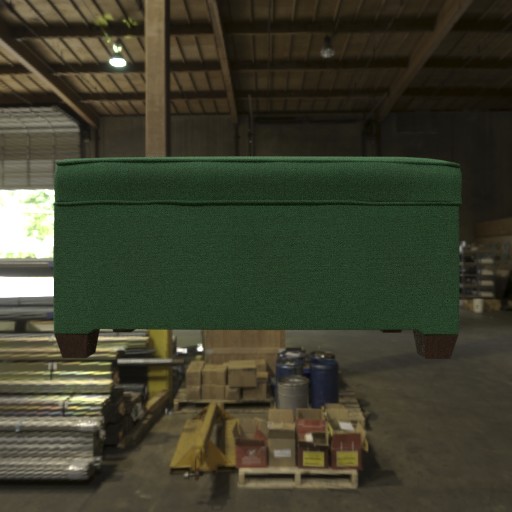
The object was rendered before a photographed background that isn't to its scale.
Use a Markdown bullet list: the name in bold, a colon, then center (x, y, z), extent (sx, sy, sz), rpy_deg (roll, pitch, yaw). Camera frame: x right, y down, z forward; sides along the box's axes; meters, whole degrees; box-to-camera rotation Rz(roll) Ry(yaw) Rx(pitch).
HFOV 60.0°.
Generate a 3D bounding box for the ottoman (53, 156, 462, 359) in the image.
- **ottoman**: center (0.000, 0.000, 1.215), extent (0.957, 0.471, 0.483), rpy_deg (0, 0, 1)
